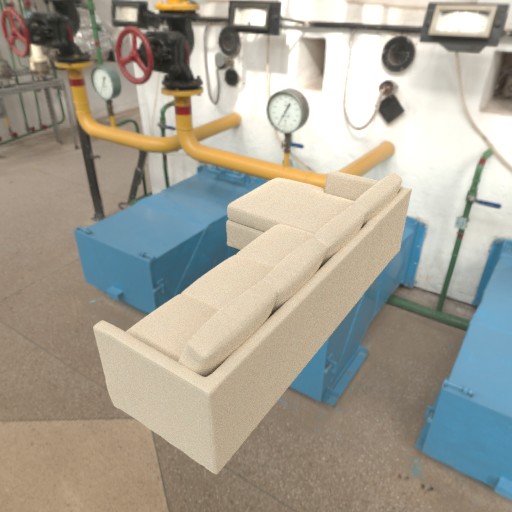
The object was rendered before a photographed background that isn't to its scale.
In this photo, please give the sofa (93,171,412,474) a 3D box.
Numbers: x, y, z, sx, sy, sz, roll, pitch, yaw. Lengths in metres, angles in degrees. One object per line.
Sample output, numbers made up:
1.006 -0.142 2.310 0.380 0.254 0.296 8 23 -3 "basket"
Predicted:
0.000 0.000 3.887 1.650 0.922 3.205 20 37 29 "sofa"
